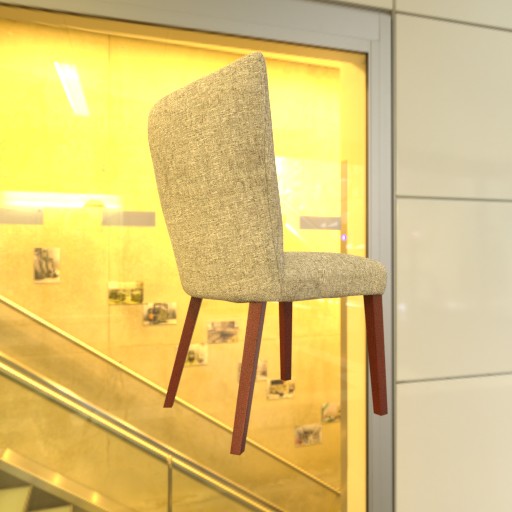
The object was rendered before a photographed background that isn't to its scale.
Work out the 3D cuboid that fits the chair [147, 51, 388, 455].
[{"bbox_3d":[0.000,0.000,1.312,0.623,0.924,0.535,0,0,-35],"label":"chair"}]
